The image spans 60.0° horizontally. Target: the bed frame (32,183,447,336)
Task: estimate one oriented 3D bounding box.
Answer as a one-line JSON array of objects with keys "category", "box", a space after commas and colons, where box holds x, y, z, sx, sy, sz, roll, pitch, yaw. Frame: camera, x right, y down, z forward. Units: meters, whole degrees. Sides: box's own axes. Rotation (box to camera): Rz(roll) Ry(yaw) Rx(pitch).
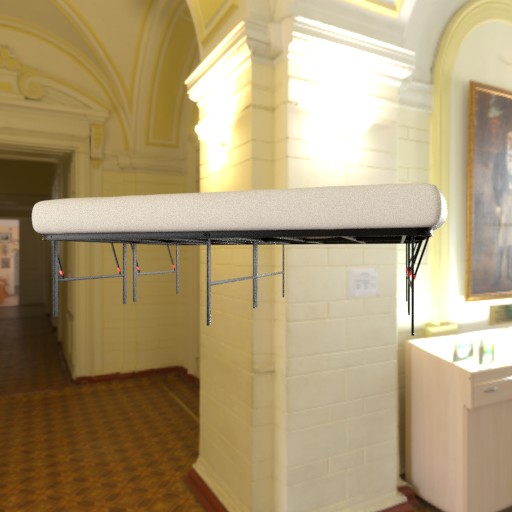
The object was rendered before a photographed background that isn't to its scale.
[{"category": "bed frame", "box": [0.000, 0.000, 2.842, 2.151, 0.667, 1.584, 0, 0, 18]}]
